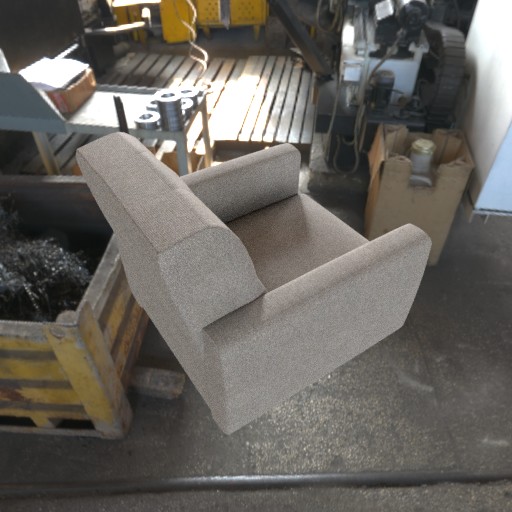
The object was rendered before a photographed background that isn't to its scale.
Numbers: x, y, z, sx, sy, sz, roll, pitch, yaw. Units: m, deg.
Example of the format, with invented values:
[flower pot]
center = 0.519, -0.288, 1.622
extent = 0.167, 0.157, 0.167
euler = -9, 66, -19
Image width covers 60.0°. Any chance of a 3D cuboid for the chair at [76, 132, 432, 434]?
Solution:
[chair]
center = 0.000, 0.000, 1.660
extent = 0.942, 0.968, 0.845
euler = -25, 48, -25
